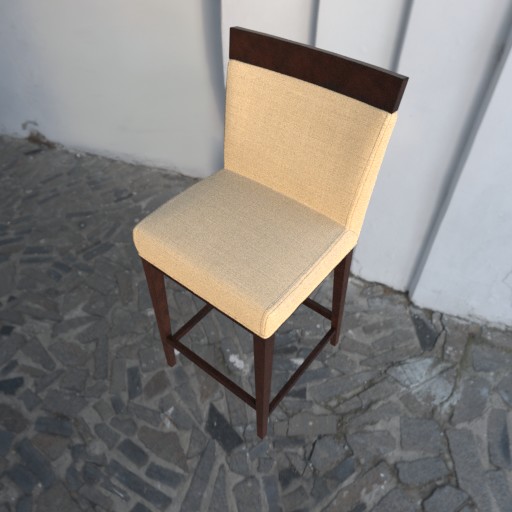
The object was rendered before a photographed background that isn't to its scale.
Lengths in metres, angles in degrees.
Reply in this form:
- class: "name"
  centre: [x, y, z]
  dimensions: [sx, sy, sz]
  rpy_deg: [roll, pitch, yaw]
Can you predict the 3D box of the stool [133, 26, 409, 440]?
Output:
- class: "stool"
  centre: [0.000, 0.000, 1.376]
  dimensions: [0.511, 1.117, 0.531]
  rpy_deg: [30, 53, 25]
